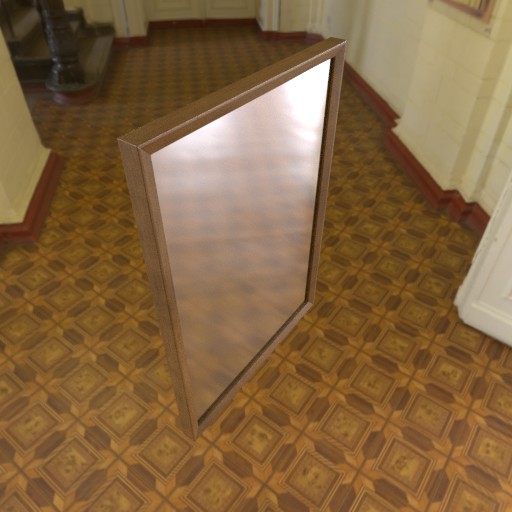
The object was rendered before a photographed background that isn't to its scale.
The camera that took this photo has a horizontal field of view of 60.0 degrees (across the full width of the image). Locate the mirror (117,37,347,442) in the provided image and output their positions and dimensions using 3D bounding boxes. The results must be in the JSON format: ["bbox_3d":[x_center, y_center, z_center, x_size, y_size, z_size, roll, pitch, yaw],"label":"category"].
[{"bbox_3d":[0.000,0.000,0.898,0.039,0.711,0.508,26,48,26],"label":"mirror"}]
